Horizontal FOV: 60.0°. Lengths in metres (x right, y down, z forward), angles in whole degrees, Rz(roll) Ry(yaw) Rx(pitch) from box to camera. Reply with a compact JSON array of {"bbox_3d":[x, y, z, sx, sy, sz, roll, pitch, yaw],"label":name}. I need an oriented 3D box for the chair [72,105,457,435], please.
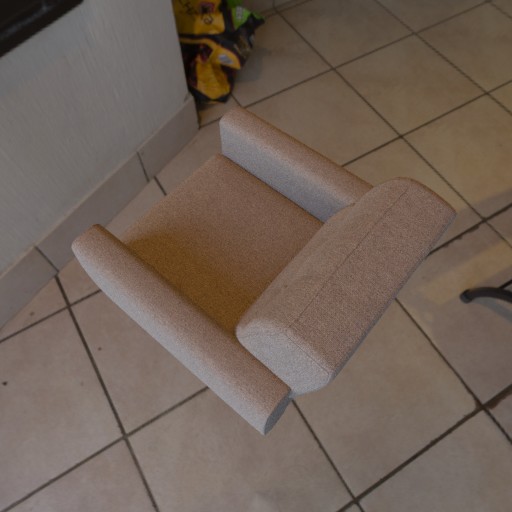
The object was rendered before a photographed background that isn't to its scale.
[{"bbox_3d":[0.000,0.000,1.525,0.907,0.839,0.831,37,68,18],"label":"chair"}]
